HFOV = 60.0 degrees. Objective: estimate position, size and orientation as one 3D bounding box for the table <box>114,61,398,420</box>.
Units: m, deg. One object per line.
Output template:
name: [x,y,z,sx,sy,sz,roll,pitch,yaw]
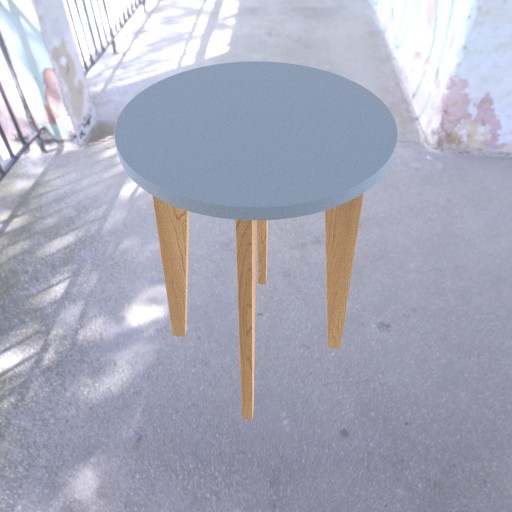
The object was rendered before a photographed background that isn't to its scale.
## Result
table: [0.000,0.000,0.740,0.350,0.500,0.350,0,46,0]
